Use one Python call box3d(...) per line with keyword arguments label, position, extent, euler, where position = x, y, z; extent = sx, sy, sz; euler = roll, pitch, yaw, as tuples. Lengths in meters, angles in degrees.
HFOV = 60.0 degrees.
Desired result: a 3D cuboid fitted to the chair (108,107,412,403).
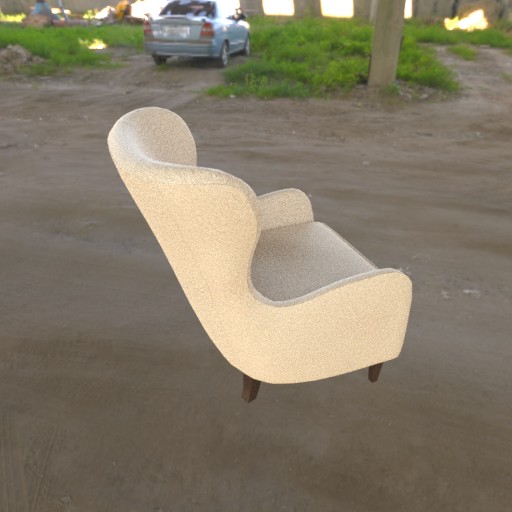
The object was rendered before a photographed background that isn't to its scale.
box3d(label="chair", position=(0.000, 0.000, 1.789), extent=(0.984, 1.064, 0.861), euler=(-11, 32, -18))
